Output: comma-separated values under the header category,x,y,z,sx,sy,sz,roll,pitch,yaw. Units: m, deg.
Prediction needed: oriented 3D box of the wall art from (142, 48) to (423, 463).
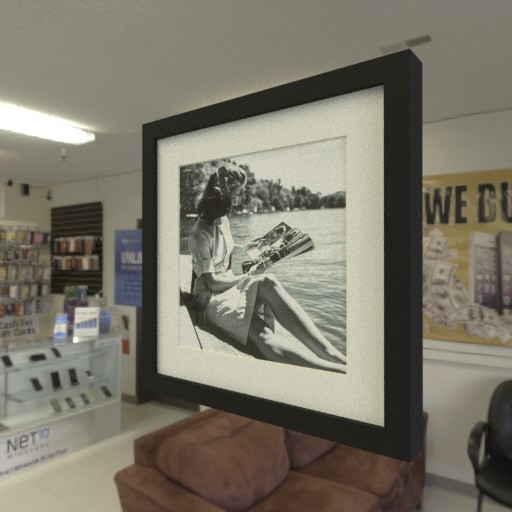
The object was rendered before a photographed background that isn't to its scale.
category,x,y,z,sx,sy,sz,roll,pitch,yaw
wall art,0.000,0.000,0.431,0.308,0.305,0.030,0,0,37
